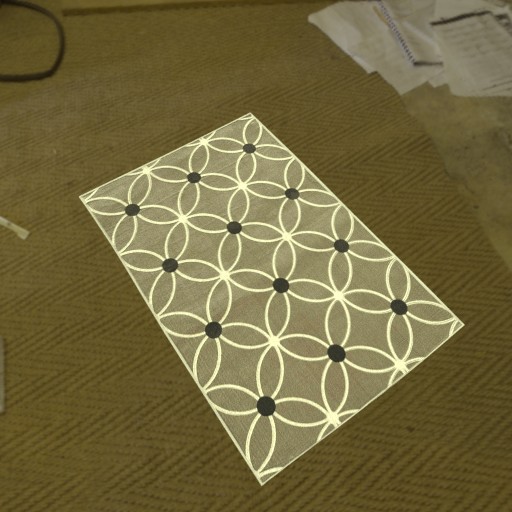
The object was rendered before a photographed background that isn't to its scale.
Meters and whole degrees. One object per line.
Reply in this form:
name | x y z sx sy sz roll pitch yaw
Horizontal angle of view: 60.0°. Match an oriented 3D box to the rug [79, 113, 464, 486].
rug | 0.000 0.000 2.945 1.522 0.008 2.284 -31 64 -17
